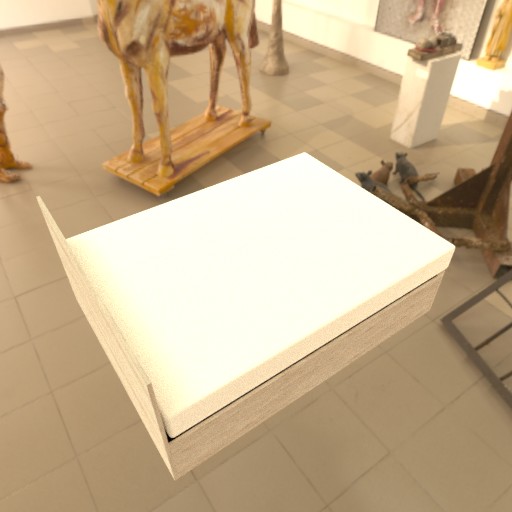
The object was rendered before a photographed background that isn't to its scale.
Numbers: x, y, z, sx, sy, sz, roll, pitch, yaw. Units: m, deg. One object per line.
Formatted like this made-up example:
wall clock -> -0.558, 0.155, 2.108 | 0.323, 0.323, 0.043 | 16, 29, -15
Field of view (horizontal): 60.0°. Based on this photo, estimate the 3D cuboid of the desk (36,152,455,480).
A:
desk -> 0.000, 0.000, 2.624 | 1.900, 0.800, 1.400 | -25, 47, -25
